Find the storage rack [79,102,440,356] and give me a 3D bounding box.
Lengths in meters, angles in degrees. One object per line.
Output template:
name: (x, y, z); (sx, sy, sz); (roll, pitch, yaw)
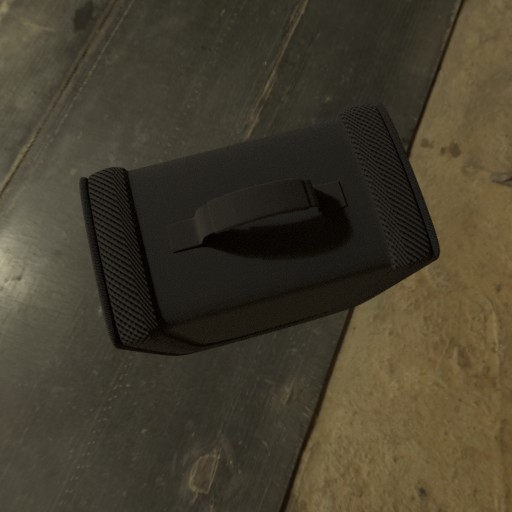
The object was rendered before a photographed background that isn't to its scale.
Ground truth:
storage rack: (0.000, 0.000, 0.547); (0.297, 0.387, 0.168); (-15, 76, -4)
